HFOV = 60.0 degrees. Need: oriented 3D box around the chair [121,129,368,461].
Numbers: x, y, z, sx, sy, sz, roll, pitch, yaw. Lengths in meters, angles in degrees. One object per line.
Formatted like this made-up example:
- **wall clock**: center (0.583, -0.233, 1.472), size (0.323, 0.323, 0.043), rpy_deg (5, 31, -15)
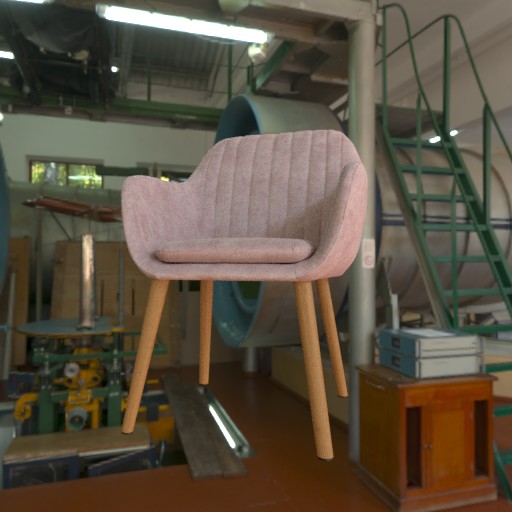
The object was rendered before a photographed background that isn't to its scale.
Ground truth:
- **chair**: center (0.000, 0.000, 1.233), size (0.610, 0.832, 0.570), rpy_deg (0, -1, 17)
